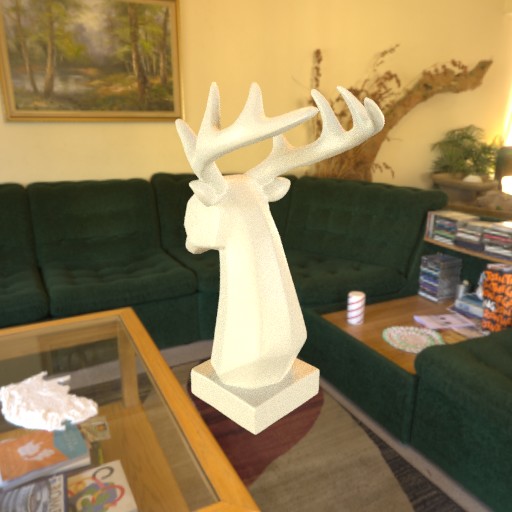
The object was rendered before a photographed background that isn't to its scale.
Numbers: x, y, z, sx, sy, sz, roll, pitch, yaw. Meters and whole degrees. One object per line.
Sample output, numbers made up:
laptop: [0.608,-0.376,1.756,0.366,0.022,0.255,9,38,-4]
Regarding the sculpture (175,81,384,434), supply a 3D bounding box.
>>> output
sculpture: [0.000,0.000,0.454,0.174,0.329,0.224,-16,23,-43]
